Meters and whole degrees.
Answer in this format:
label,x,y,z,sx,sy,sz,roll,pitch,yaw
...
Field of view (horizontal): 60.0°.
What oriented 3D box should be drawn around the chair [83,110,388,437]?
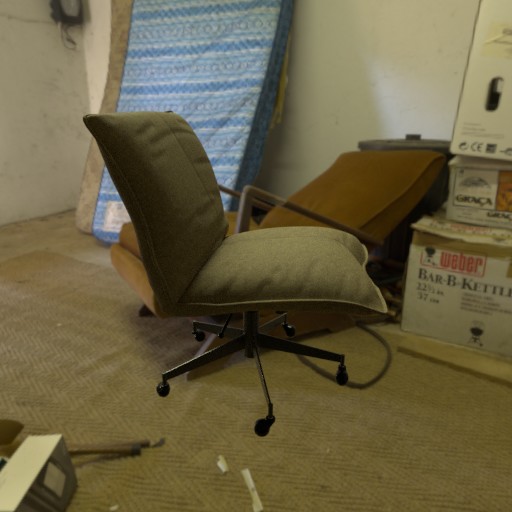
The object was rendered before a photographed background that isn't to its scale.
label,x,y,z,sx,sy,sz,roll,pitch,yaw
chair,0.000,0.000,1.299,0.696,0.811,0.597,3,18,8
